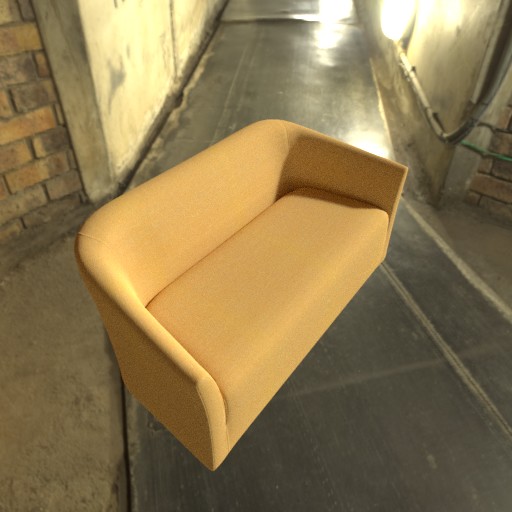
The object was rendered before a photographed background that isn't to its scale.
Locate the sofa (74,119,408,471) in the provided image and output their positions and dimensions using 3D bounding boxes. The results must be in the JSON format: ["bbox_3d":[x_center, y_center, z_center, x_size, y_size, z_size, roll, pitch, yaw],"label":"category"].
[{"bbox_3d":[0.000,0.000,1.890,0.705,0.721,1.452,25,46,27],"label":"sofa"}]
